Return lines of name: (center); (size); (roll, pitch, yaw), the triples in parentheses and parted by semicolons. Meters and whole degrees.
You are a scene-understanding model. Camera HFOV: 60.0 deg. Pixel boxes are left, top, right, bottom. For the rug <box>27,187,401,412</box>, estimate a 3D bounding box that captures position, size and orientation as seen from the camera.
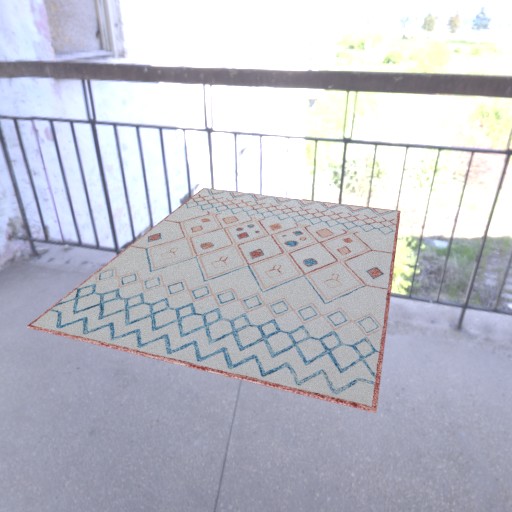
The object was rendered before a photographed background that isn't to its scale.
rug: (0.000, 0.000, 4.092); (2.441, 0.016, 3.050); (9, 30, 16)
